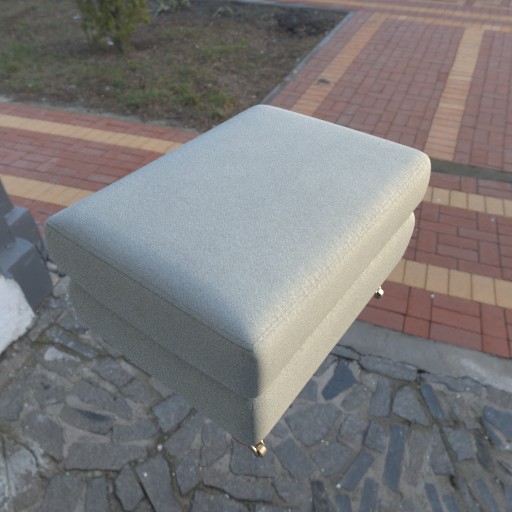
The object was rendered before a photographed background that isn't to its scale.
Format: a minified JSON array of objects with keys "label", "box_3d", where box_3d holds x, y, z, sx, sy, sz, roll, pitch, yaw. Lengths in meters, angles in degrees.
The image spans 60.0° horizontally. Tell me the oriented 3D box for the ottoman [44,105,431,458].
[{"label":"ottoman","box_3d":[0.000,0.000,1.132,0.569,0.499,0.773,27,48,27]}]
